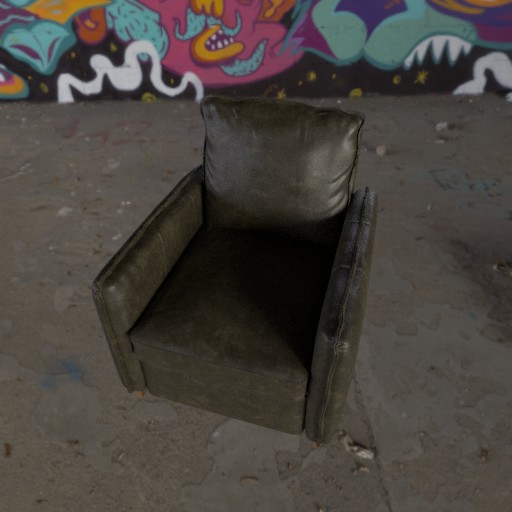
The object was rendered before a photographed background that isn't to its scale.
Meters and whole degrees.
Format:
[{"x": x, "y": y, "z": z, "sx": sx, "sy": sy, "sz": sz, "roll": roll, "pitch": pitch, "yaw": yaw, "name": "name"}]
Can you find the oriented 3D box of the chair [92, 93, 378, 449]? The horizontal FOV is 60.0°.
[{"x": 0.000, "y": 0.000, "z": 1.617, "sx": 0.830, "sy": 0.921, "sz": 0.921, "roll": 11, "pitch": 41, "yaw": 13, "name": "chair"}]
